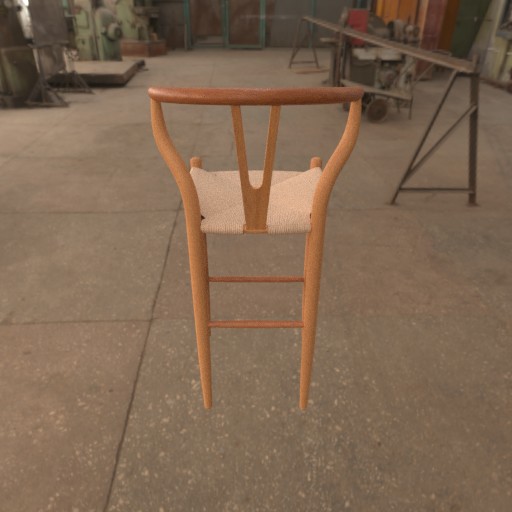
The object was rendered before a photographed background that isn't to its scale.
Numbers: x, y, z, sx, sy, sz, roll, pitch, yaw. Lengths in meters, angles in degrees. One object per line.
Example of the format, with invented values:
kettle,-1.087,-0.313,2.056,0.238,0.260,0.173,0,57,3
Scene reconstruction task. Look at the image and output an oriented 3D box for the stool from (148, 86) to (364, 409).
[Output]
stool,0.000,0.000,1.353,0.574,1.068,0.561,0,31,0
